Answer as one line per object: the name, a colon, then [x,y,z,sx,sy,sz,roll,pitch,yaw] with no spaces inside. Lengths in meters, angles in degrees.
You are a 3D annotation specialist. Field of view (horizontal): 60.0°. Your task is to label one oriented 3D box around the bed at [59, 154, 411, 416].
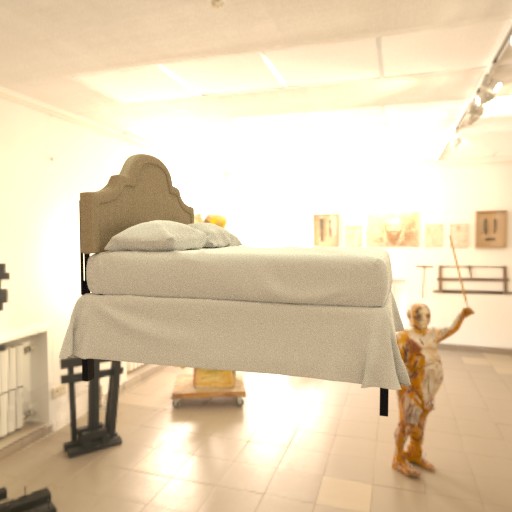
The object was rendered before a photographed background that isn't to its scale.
bed: [0.000,0.000,3.409,2.222,1.634,1.780,1,3,17]
